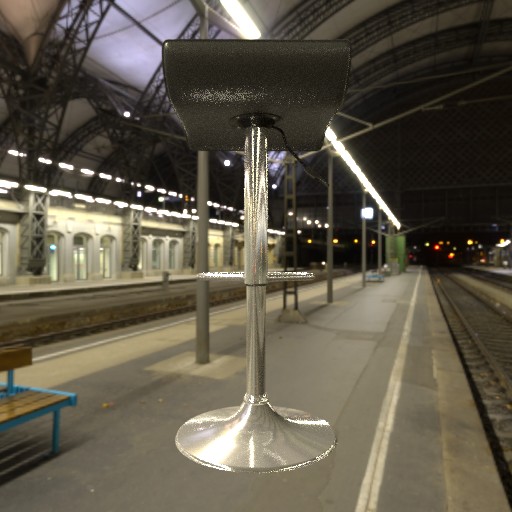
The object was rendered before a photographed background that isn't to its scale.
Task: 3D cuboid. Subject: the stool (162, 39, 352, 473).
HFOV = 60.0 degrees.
[{"bbox_3d":[0.000,0.000,1.056,0.381,0.851,0.381,0,0,-1],"label":"stool"}]
